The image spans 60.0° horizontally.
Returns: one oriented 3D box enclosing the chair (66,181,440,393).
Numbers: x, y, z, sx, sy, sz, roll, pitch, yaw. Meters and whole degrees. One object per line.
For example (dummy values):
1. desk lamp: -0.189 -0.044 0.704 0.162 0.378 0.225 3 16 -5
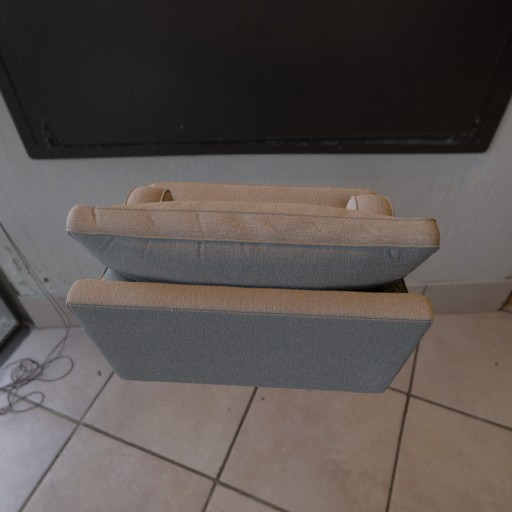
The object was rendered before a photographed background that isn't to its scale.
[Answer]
1. chair: 0.000 0.000 1.971 1.220 1.016 1.041 2 47 2
